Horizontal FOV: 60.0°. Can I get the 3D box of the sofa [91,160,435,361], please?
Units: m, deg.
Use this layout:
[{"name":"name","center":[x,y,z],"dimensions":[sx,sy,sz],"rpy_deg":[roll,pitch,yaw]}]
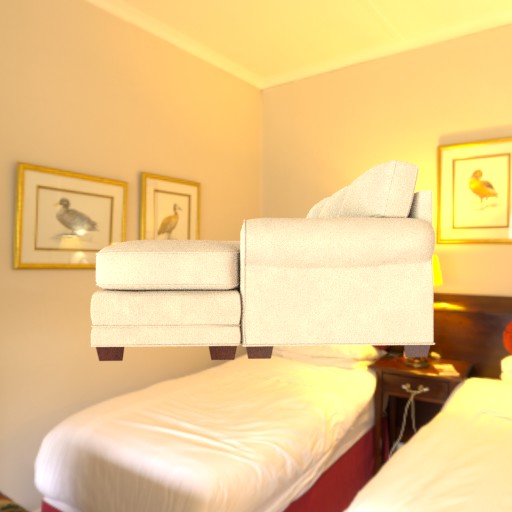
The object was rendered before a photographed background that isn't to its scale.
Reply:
[{"name":"sofa","center":[0.000,0.000,2.383],"dimensions":[1.226,0.734,1.770],"rpy_deg":[0,0,-2]}]
